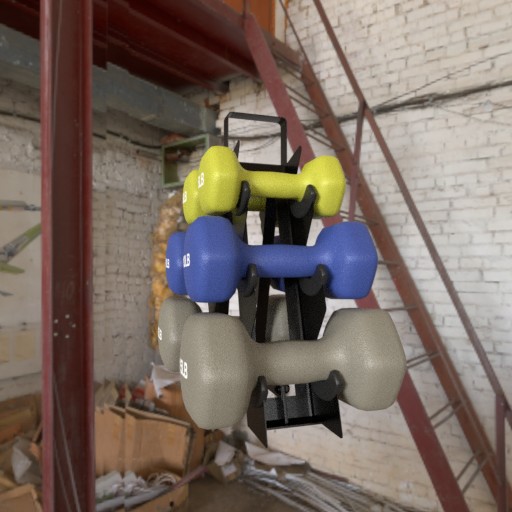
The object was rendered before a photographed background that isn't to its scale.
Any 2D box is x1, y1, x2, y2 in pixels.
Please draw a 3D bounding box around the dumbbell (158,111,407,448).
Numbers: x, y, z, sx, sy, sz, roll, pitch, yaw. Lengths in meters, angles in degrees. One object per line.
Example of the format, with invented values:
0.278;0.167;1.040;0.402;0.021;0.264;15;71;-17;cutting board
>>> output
0.000;0.000;0.671;0.261;0.426;0.416;1;-2;-18;dumbbell
